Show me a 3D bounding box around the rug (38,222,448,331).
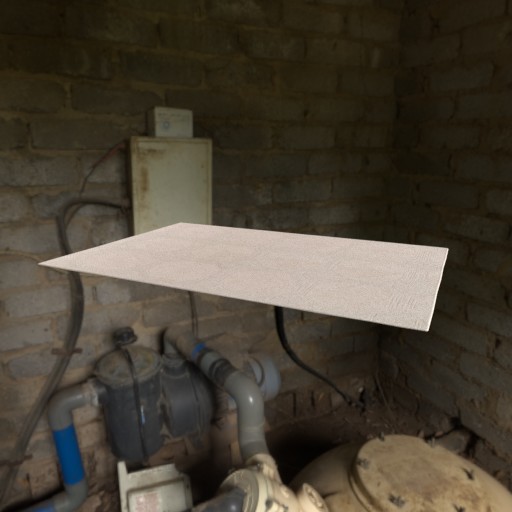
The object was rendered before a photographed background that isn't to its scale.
[{"bbox_3d":[0.000,0.000,2.369,1.839,0.009,1.236,7,16,25],"label":"rug"}]
